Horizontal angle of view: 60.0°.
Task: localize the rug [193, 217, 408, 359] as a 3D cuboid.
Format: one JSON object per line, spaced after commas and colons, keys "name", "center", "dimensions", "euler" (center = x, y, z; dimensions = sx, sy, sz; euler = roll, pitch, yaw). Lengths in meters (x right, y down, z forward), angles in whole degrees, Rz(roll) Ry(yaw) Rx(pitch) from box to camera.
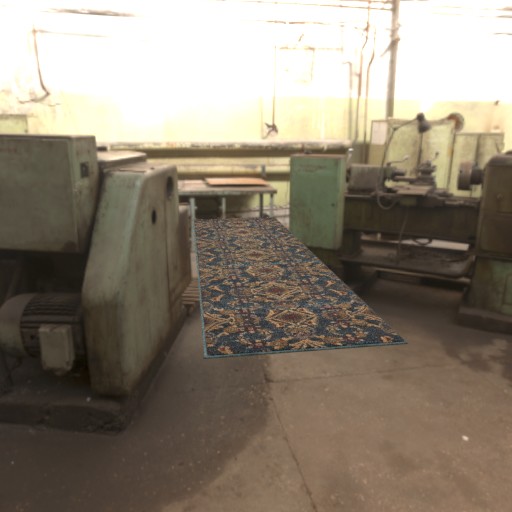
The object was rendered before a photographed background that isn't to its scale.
{"name": "rug", "center": [0.000, 0.000, 2.522], "dimensions": [0.685, 0.014, 2.292], "euler": [-2, 16, -8]}
